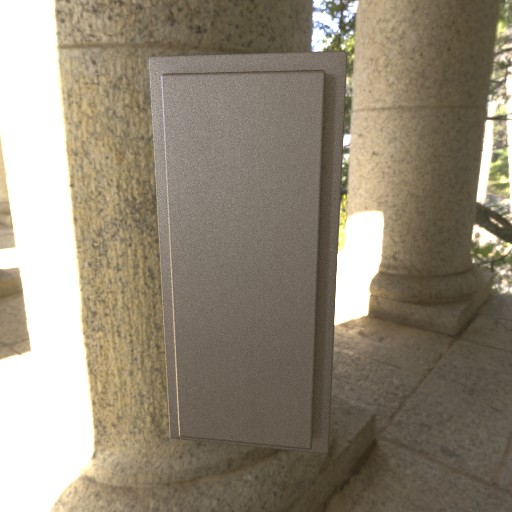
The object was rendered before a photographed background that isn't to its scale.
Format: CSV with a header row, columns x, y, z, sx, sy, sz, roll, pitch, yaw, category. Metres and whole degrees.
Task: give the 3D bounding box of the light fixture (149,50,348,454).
x,y,z,sx,sy,sz,roll,pitch,yaw,category
0.000,0.000,0.476,0.168,0.380,0.160,2,15,8,light fixture
